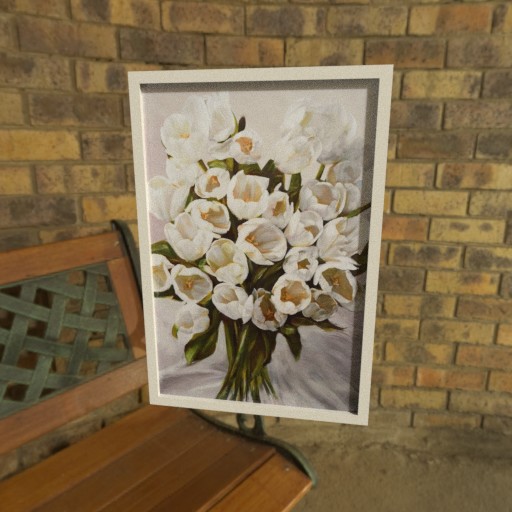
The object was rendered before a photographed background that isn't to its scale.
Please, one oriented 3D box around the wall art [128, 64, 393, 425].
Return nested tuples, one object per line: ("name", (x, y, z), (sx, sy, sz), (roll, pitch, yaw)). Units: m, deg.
("wall art", (0.000, 0.000, 0.841), (0.450, 0.657, 0.038), (2, 15, 9))
